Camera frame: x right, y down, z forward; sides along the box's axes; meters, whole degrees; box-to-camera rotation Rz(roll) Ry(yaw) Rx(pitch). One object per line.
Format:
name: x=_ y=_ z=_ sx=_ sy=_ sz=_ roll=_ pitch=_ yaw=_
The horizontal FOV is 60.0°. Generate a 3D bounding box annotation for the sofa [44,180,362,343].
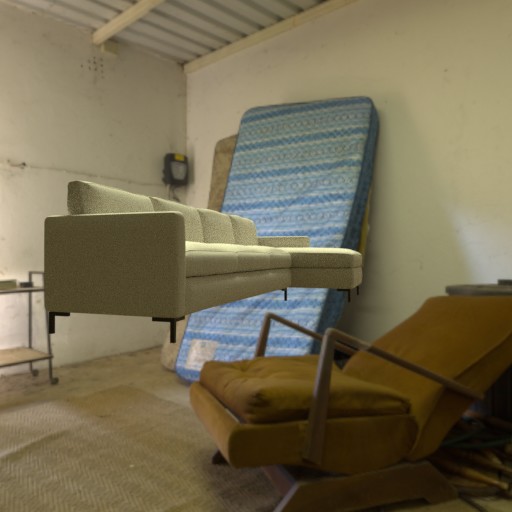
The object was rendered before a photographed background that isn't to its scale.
sofa: x=0.000 y=0.000 z=2.867 sx=1.126 sy=0.677 sz=2.445 roll=0 pitch=0 yaw=19
